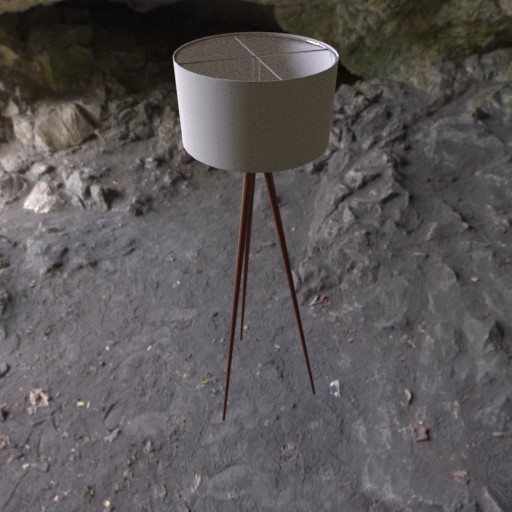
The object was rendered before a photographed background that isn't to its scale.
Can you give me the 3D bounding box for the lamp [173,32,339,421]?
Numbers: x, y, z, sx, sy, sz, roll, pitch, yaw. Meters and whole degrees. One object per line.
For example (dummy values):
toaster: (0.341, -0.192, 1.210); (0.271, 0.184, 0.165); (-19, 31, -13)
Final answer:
lamp: (0.000, 0.000, 1.800); (0.483, 1.553, 0.483); (-12, 42, -14)
